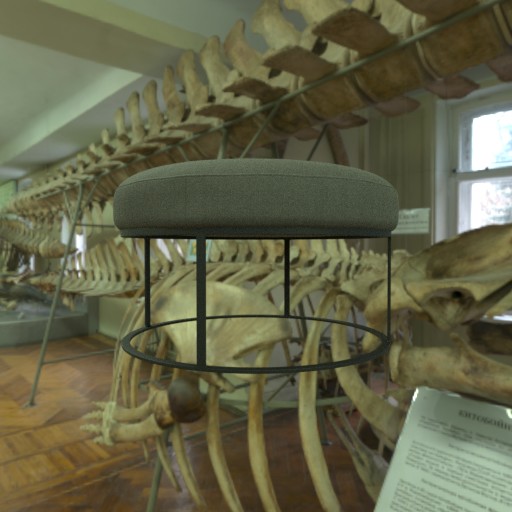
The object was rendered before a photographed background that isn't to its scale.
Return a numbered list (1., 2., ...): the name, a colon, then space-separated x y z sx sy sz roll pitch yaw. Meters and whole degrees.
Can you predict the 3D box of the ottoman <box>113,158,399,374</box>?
1. ottoman: 0.000 0.000 1.253 0.772 0.460 0.772 0 1 0
